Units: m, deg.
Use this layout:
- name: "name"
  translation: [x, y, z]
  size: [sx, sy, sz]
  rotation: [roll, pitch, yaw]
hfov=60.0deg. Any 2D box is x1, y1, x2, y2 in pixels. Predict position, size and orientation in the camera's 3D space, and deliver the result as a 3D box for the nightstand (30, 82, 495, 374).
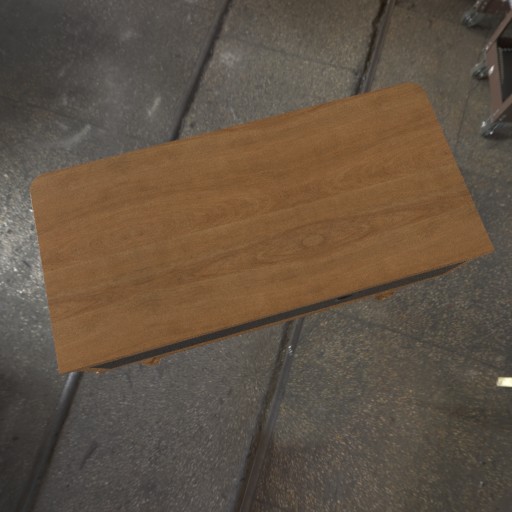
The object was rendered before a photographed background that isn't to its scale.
- name: "nightstand"
  translation: [0.000, 0.000, 1.283]
  size: [0.914, 0.700, 0.432]
  rotation: [-15, 75, -4]
